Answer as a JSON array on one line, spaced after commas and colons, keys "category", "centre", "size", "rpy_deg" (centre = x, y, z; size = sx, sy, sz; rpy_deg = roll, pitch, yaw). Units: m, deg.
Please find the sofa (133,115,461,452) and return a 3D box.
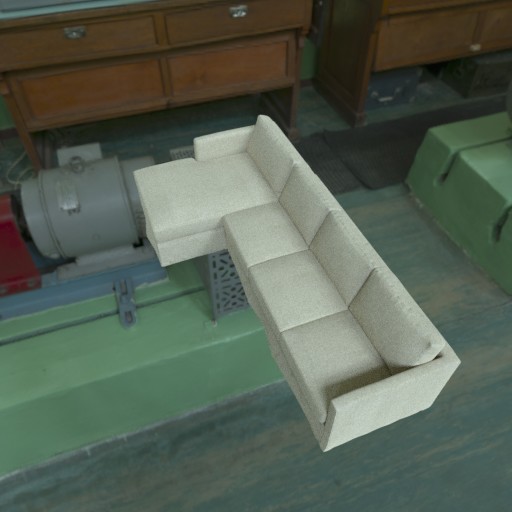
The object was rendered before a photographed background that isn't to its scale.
[{"category": "sofa", "centre": [0.000, 0.000, 3.887], "size": [1.650, 0.922, 3.205], "rpy_deg": [-16, 49, -14]}]
